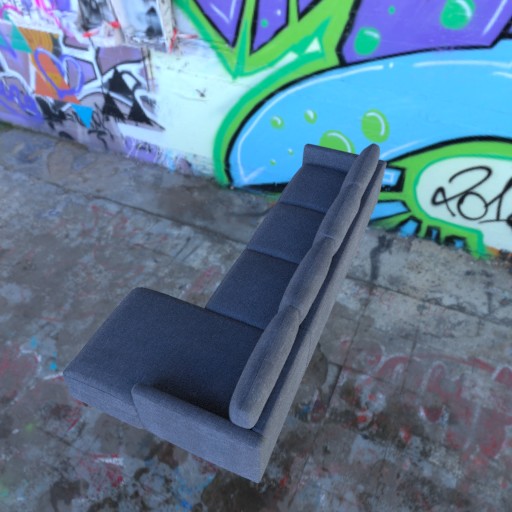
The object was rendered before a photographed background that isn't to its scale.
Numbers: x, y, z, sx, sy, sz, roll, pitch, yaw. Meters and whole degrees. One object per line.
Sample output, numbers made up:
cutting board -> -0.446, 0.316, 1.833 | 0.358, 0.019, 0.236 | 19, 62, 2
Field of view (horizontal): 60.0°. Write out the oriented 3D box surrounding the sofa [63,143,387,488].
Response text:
sofa -> 0.000, 0.000, 3.469 | 1.350, 0.810, 2.932 | 18, 47, 17
